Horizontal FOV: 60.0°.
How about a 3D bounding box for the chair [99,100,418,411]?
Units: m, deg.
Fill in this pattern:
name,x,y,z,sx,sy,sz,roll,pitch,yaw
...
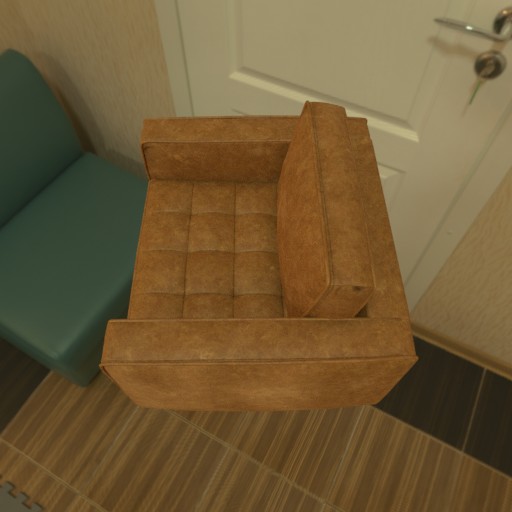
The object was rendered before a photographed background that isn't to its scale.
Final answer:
name,x,y,z,sx,sy,sz,roll,pitch,yaw
chair,0.000,0.000,1.478,0.798,0.767,0.928,-1,58,0
